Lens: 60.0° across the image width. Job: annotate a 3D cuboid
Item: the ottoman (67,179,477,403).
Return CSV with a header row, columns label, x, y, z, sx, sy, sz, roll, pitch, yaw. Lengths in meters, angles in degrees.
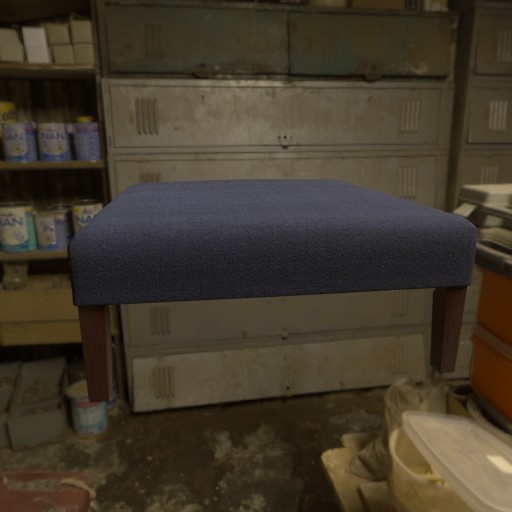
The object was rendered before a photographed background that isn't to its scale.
label,x,y,z,sx,sy,sz,roll,pitch,yaw
ottoman,0.000,0.000,1.392,0.890,0.411,0.889,-2,15,-8
